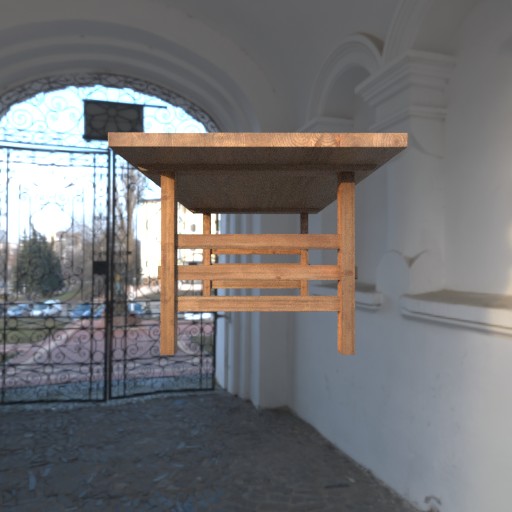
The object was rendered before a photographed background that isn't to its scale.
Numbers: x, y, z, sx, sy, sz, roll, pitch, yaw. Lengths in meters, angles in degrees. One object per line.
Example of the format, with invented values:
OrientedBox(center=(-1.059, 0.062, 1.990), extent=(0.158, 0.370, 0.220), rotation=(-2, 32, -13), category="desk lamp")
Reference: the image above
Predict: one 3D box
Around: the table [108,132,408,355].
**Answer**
OrientedBox(center=(0.000, 0.000, 2.403), extent=(0.952, 0.760, 2.003), rotation=(0, -1, 0), category="table")
